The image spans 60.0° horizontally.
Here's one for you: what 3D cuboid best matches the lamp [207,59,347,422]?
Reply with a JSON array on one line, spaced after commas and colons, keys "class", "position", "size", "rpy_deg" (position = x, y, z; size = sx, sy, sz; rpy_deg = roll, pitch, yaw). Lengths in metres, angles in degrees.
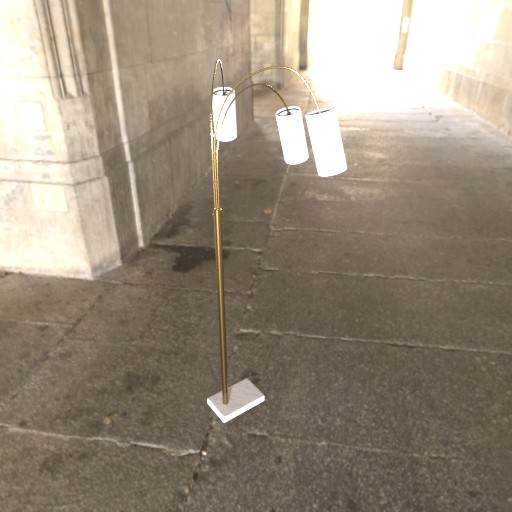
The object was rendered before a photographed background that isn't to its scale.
[{"class": "lamp", "position": [0.000, 0.000, 2.553], "size": [0.667, 2.055, 1.020], "rpy_deg": [-19, 33, -32]}]
